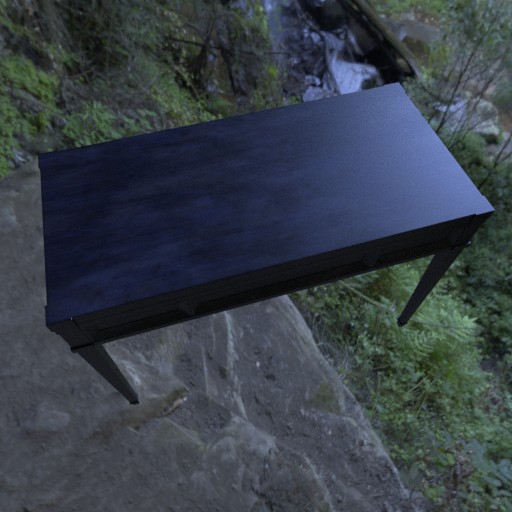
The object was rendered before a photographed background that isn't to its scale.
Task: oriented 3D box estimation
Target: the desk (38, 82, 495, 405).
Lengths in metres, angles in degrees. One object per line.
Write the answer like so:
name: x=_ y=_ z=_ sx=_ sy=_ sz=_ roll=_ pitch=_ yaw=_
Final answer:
desk: x=0.000 y=0.000 z=1.735 sx=1.289 sy=0.861 sz=0.630 roll=-14 pitch=58 yaw=-9
